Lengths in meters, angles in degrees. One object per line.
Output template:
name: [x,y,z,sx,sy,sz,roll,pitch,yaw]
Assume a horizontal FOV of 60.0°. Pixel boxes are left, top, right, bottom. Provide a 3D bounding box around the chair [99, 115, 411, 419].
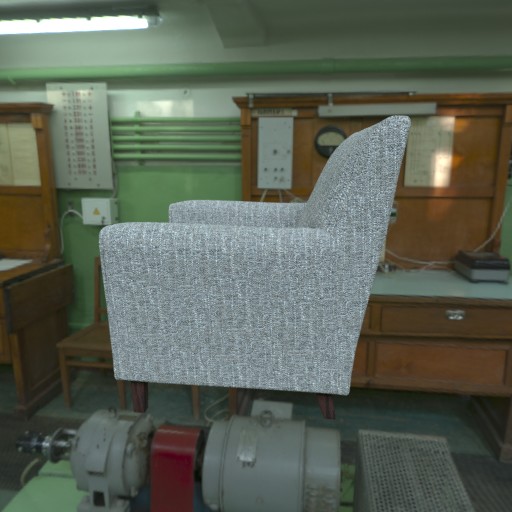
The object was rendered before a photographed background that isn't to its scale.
chair: [0.000,0.000,1.655,0.873,0.928,0.864,1,13,6]
